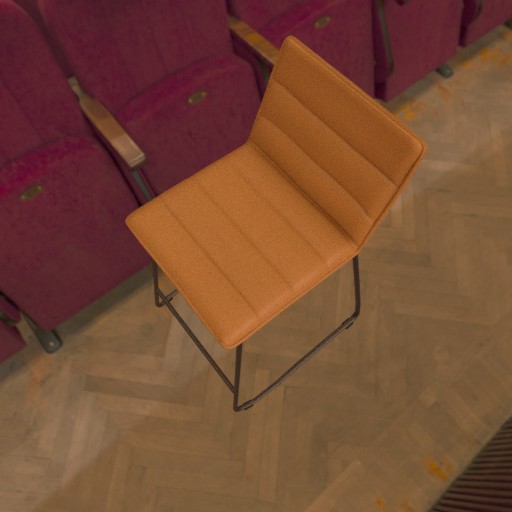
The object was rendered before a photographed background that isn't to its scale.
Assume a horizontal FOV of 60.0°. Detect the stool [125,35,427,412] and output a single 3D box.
[{"bbox_3d":[0.000,0.000,1.160,0.524,0.866,0.489,-36,69,-16],"label":"stool"}]
